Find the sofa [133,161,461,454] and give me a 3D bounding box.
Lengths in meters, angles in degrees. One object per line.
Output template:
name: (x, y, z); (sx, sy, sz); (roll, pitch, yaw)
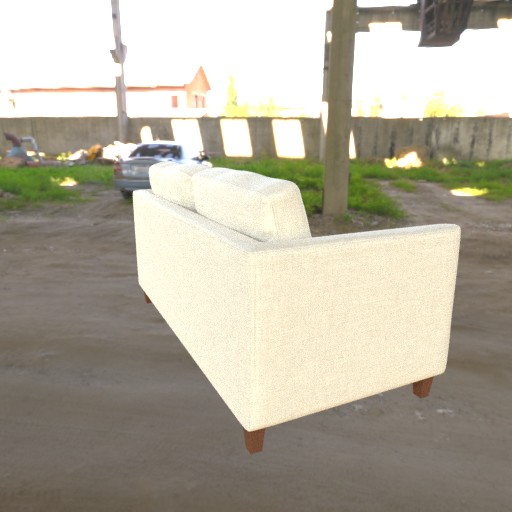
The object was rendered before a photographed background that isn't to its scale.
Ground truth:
sofa: (0.000, 0.000, 2.381); (0.950, 0.963, 1.838); (-7, 16, -25)
